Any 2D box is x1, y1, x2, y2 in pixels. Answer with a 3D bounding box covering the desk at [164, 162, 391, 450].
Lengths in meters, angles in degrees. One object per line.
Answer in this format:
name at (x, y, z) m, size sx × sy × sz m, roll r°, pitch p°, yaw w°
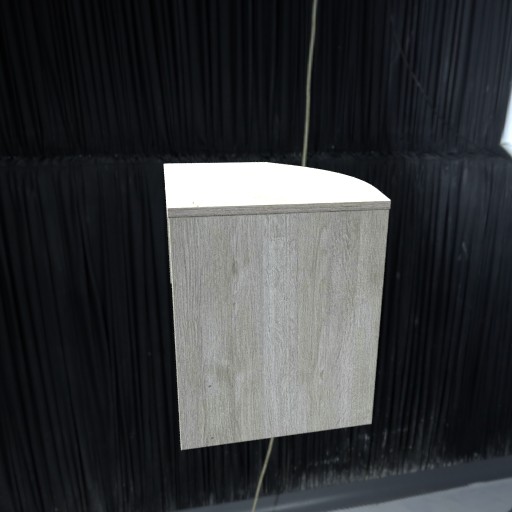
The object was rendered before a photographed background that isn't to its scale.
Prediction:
desk at (0.000, 0.000, 2.092) m, size 0.802 × 0.752 × 1.600 m, roll -3°, pitch 16°, yaw -11°
